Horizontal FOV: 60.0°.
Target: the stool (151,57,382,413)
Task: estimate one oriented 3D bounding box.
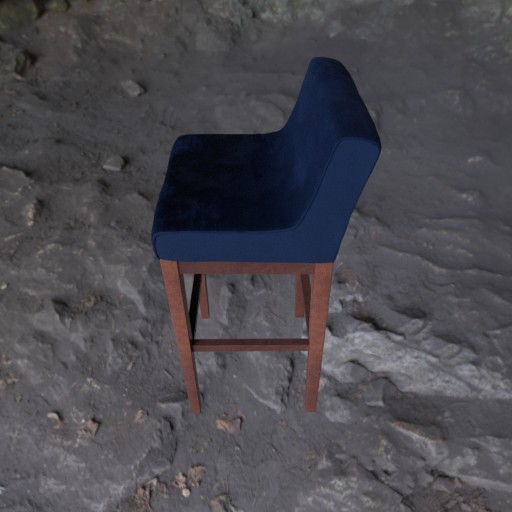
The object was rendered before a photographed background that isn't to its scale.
[{"bbox_3d":[0.000,0.000,1.367,0.500,1.037,0.511,-1,41,-1],"label":"stool"}]
